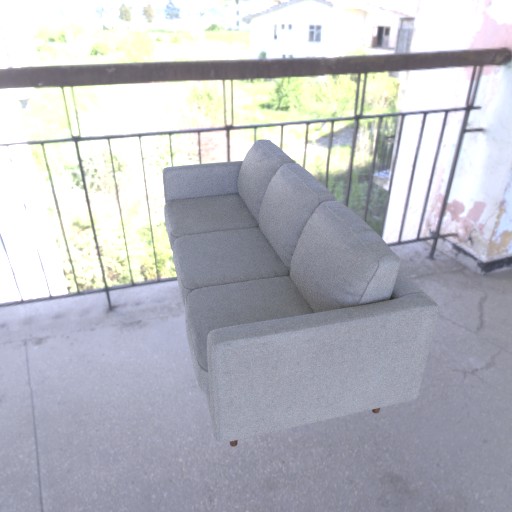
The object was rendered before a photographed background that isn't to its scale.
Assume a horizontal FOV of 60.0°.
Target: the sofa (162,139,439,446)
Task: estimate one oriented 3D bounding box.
[{"bbox_3d":[0.000,0.000,2.556,0.944,0.918,1.983,-8,30,-13],"label":"sofa"}]
